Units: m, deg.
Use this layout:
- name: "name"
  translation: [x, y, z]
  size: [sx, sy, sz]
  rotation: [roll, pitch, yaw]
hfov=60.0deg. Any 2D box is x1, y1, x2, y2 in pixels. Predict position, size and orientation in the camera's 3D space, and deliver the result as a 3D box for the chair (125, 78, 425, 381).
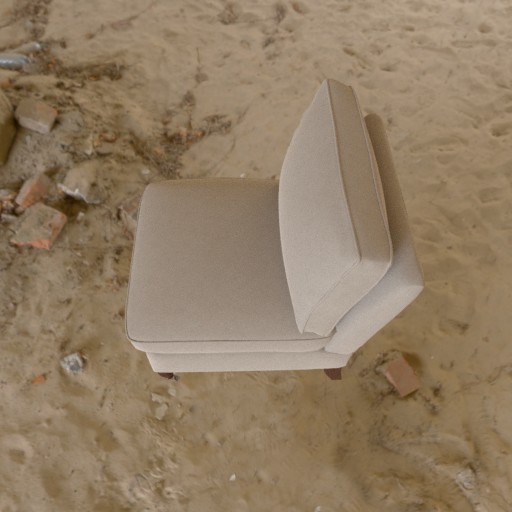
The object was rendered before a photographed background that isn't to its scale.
- name: "chair"
  translation: [0.000, 0.000, 1.683]
  size: [0.912, 1.052, 0.724]
  rotation: [-2, 58, -1]
